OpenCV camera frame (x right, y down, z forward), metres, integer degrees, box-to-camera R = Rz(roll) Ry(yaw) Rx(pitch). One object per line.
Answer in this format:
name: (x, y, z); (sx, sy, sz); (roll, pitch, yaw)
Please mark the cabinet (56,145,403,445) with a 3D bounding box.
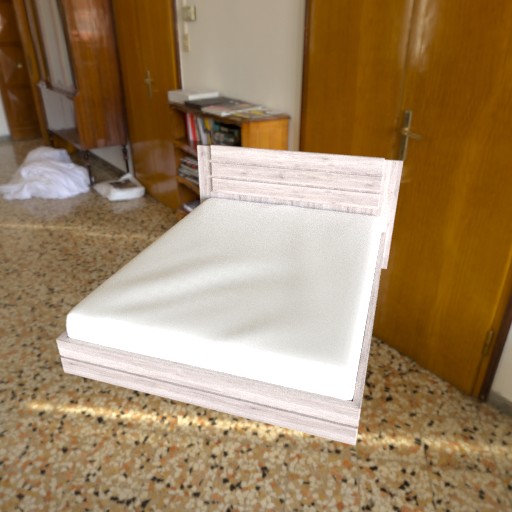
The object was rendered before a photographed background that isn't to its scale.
cabinet: (0.000, 0.000, 3.038); (1.750, 0.970, 2.080); (8, 28, 16)
